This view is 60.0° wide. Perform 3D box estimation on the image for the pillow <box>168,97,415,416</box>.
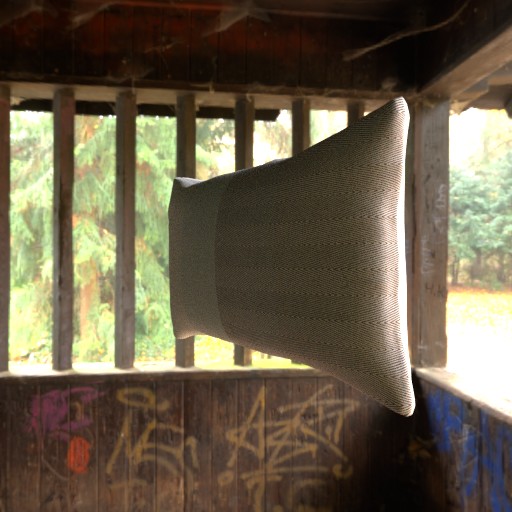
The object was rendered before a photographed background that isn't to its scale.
[{"bbox_3d":[0.000,0.000,0.621,0.139,0.305,0.506,0,0,-35],"label":"pillow"}]
